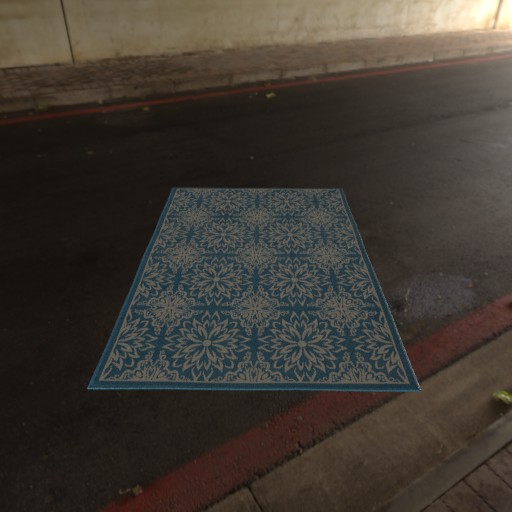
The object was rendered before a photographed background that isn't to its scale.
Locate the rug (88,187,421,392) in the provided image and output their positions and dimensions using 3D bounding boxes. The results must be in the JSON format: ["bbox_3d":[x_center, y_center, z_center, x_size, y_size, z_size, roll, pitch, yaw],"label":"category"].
[{"bbox_3d":[0.000,0.000,2.384,1.211,0.012,1.833,0,32,0],"label":"rug"}]
